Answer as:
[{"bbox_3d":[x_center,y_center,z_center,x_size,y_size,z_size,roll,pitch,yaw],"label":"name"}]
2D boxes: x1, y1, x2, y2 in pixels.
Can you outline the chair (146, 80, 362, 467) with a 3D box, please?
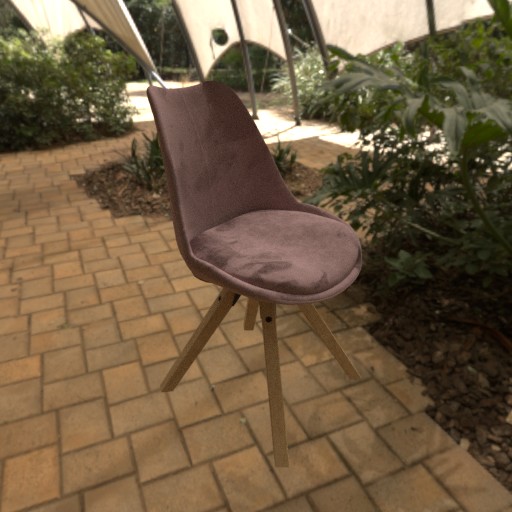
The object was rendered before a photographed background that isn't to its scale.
[{"bbox_3d":[0.000,0.000,1.199,0.550,0.850,0.485,19,32,33],"label":"chair"}]
